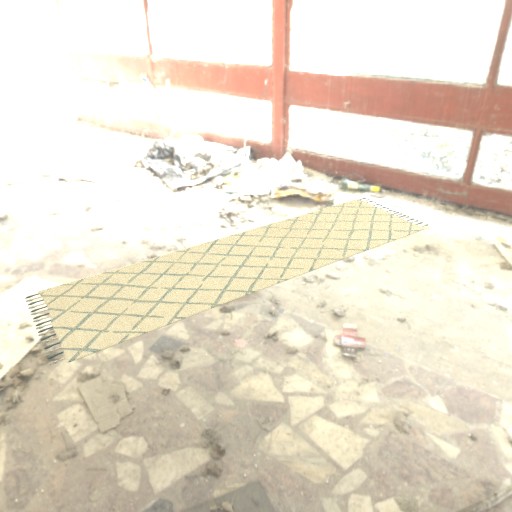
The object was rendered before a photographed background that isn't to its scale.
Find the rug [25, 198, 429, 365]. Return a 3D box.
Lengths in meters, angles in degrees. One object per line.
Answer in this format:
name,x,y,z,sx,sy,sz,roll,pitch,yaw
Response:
rug,0.000,0.000,2.557,2.372,0.008,0.620,-18,34,-29
